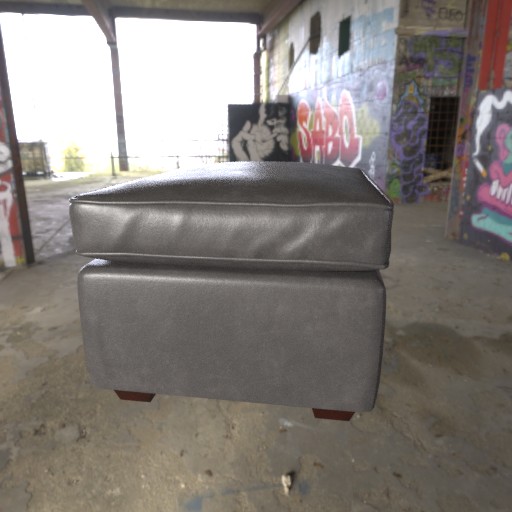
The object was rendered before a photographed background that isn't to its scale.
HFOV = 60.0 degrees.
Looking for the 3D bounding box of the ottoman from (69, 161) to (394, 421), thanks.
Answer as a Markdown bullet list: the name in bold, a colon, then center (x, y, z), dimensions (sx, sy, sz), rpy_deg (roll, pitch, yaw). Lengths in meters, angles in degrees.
- **ottoman**: center (0.000, 0.000, 1.106), dimensions (0.554, 0.445, 0.756), rpy_deg (2, 16, 9)
